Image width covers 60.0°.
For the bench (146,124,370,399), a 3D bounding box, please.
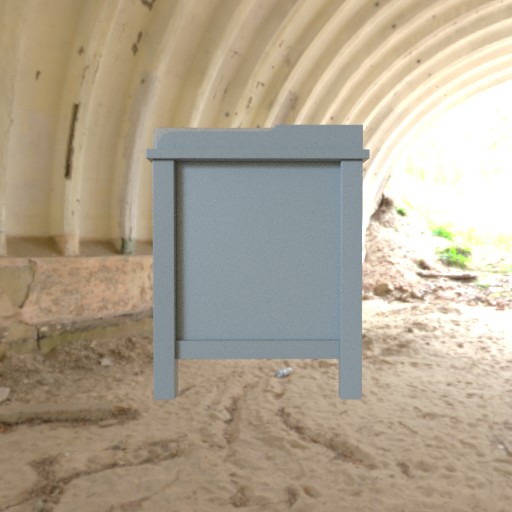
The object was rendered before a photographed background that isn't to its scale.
[{"bbox_3d":[0.000,0.000,1.363,0.398,0.501,1.140,0,1,0],"label":"bench"}]
